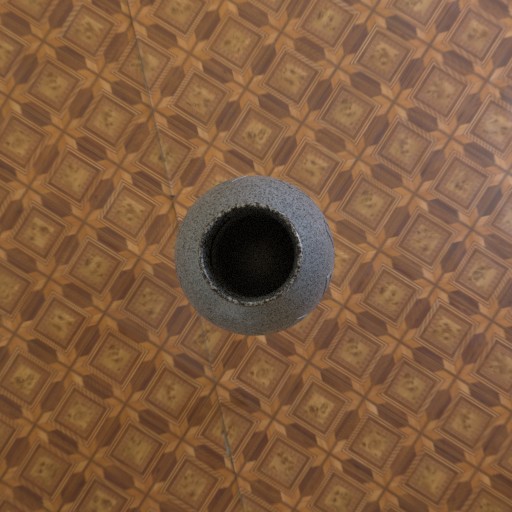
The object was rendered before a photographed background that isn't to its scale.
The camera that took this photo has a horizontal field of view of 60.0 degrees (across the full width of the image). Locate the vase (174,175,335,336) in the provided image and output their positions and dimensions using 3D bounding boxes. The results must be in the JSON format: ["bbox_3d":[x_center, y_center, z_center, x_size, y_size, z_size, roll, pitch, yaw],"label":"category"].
[{"bbox_3d":[0.000,0.000,0.355,0.122,0.282,0.122,0,90,1],"label":"vase"}]
